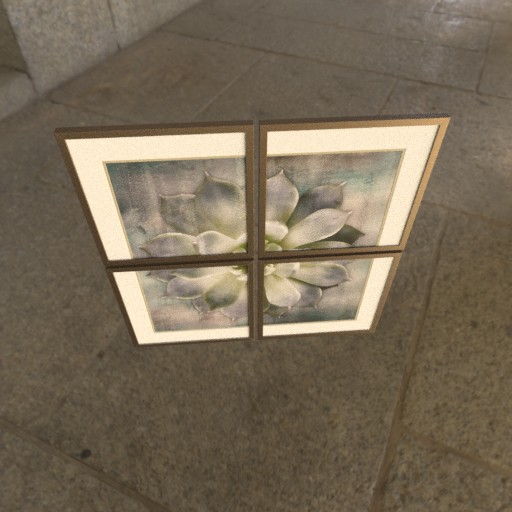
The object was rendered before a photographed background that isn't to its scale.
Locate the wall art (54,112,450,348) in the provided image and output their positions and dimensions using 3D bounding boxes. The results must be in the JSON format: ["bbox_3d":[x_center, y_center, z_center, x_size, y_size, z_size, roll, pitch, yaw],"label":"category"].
[{"bbox_3d":[0.000,0.000,1.537,1.032,1.032,0.030,-3,47,-3],"label":"wall art"}]
